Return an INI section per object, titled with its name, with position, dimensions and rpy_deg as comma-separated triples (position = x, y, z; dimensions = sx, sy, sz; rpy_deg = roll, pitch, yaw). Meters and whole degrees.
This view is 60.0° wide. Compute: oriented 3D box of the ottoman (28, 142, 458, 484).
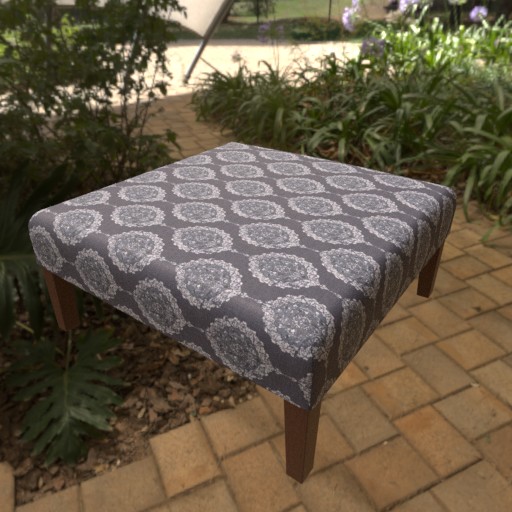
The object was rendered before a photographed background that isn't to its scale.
[ottoman]
position = 0.000, 0.000, 1.343
dimensions = 0.890, 0.409, 0.889
rpy_deg = 20, 35, 31
